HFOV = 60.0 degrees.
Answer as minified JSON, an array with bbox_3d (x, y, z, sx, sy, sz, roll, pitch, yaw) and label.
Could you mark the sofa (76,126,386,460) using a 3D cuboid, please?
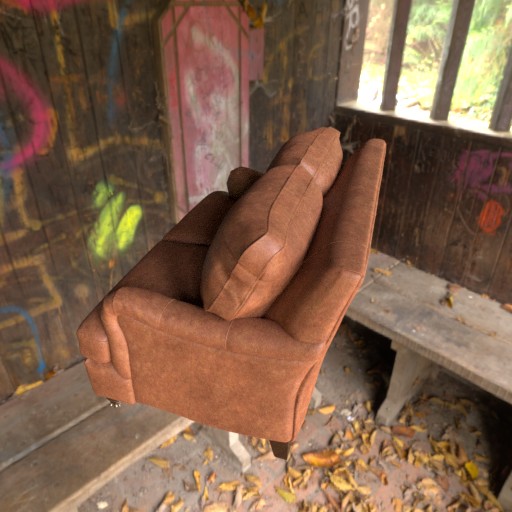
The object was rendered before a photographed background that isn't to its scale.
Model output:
[{"bbox_3d":[0.000,0.000,2.189,1.077,1.004,1.527,9,32,14],"label":"sofa"}]
